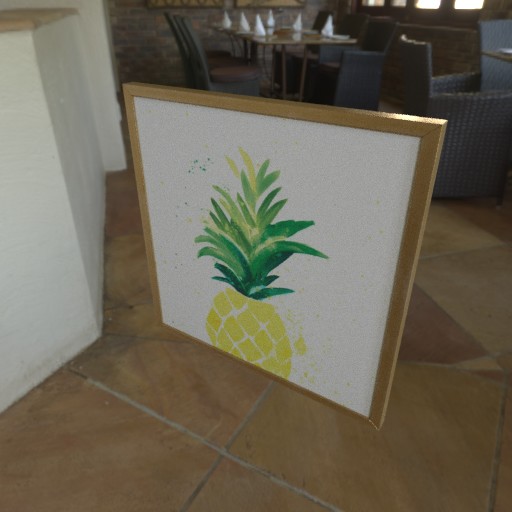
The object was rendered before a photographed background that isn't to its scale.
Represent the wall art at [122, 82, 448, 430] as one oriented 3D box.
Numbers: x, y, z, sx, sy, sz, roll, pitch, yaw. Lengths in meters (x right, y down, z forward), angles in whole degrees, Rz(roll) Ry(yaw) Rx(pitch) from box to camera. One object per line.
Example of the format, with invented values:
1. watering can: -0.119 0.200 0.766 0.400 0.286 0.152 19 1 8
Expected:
1. wall art: 0.000 0.000 1.118 0.762 0.760 0.037 18 35 28
